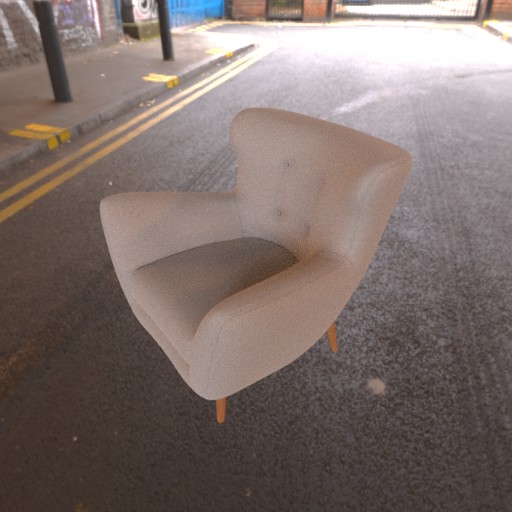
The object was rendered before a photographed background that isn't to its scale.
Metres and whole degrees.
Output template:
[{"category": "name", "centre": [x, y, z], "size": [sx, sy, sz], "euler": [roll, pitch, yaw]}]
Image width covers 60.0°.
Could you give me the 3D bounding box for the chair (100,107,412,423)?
[{"category": "chair", "centre": [0.000, 0.000, 1.678], "size": [0.889, 0.889, 0.890], "euler": [-21, 38, -30]}]
